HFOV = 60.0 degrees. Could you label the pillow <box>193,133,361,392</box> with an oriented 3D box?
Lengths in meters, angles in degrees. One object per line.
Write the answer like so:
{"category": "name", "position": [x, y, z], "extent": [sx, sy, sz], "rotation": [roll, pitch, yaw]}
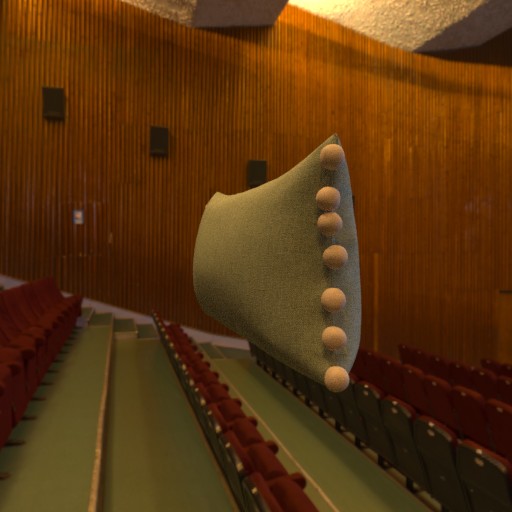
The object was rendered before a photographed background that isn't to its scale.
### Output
{"category": "pillow", "position": [0.000, 0.000, 0.829], "extent": [0.201, 0.322, 0.709], "rotation": [0, 0, -18]}
